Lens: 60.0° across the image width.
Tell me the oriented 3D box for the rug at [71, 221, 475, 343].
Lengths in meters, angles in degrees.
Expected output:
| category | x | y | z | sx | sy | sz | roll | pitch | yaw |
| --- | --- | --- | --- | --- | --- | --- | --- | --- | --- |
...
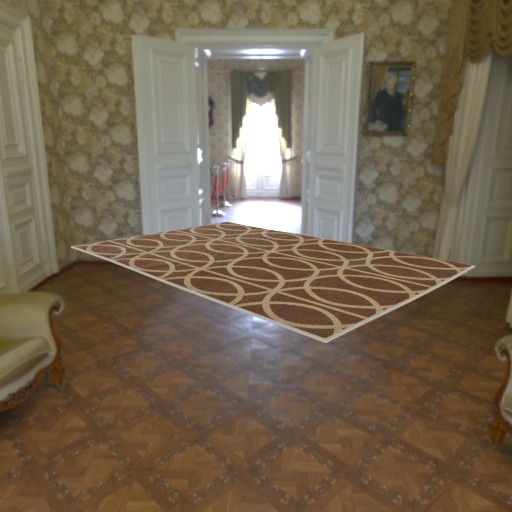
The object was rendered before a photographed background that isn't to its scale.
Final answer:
| category | x | y | z | sx | sy | sz | roll | pitch | yaw |
| --- | --- | --- | --- | --- | --- | --- | --- | --- | --- |
| rug | 0.000 | 0.000 | 2.961 | 2.294 | 0.014 | 1.528 | 14 | 19 | 43 |
